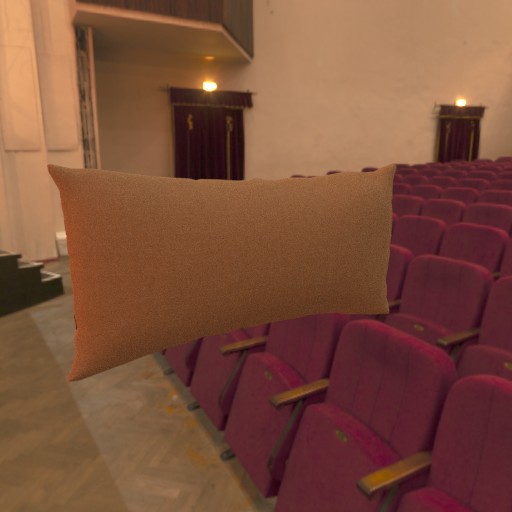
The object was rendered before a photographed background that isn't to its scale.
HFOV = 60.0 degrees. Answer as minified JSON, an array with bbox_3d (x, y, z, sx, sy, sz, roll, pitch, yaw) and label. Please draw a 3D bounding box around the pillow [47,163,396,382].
[{"bbox_3d":[0.000,0.000,0.740,0.612,0.308,0.148,-7,15,-27],"label":"pillow"}]
